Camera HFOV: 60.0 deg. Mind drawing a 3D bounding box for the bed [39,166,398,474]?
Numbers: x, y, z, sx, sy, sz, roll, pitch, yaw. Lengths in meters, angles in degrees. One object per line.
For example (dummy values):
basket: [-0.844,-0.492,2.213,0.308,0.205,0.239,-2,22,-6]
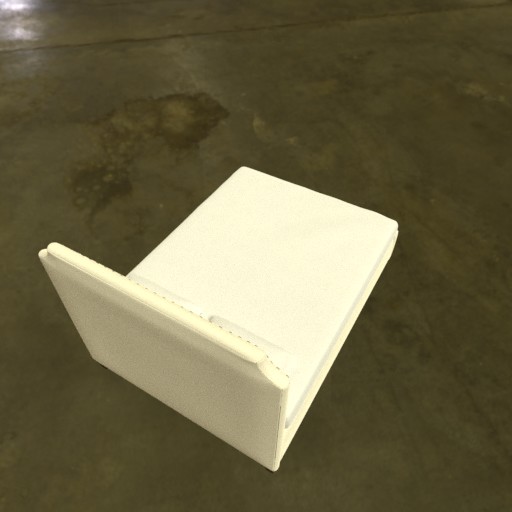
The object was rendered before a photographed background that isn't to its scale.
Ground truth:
bed: [0.000,0.000,3.499,1.712,1.497,2.372,24,51,21]
